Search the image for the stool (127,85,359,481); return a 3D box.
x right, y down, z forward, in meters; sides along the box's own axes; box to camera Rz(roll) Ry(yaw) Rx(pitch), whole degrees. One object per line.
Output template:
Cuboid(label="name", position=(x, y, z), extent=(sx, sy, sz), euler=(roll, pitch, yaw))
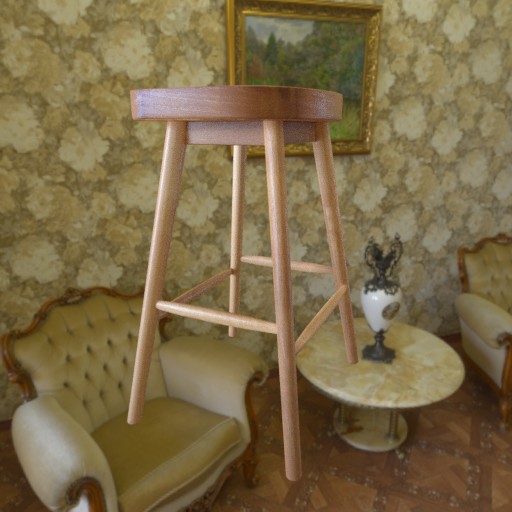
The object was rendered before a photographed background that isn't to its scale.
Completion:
Cuboid(label="stool", position=(0.000, 0.000, 0.898), extent=(0.361, 0.615, 0.440), euler=(8, 18, 24))
